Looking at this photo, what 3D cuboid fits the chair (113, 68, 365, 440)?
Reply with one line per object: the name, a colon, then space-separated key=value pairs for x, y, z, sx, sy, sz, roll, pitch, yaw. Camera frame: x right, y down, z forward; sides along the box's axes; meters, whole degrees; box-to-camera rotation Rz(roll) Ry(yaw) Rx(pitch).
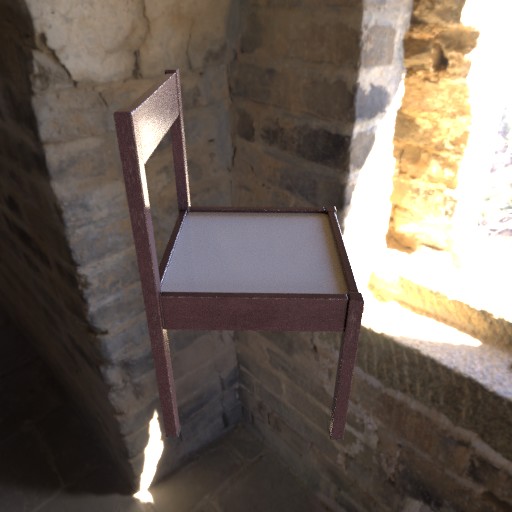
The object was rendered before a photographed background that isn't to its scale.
chair: x=0.000 y=0.000 z=0.693 sx=0.285 sy=0.505 sz=0.285 roll=1 pitch=31 yaw=1
